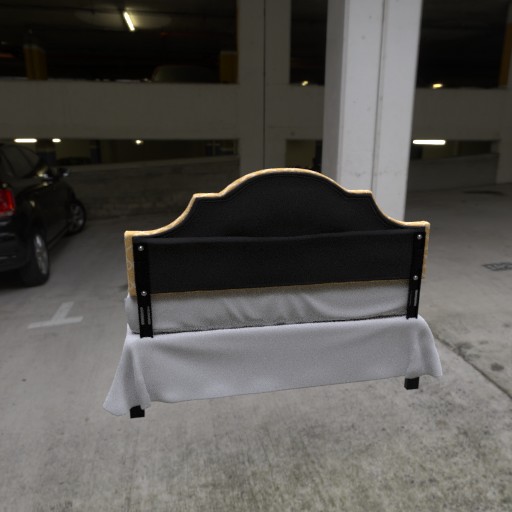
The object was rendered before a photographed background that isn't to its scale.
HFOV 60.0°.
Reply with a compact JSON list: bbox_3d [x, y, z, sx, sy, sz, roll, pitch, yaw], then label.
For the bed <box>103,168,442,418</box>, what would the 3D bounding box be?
[{"bbox_3d":[0.000,0.000,3.795,2.314,1.601,2.222,-3,15,-10],"label":"bed"}]
